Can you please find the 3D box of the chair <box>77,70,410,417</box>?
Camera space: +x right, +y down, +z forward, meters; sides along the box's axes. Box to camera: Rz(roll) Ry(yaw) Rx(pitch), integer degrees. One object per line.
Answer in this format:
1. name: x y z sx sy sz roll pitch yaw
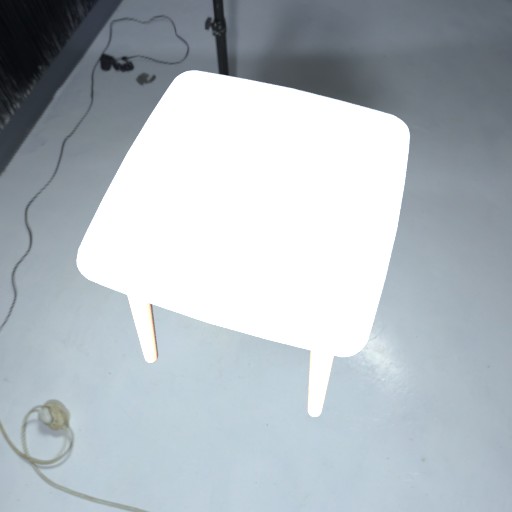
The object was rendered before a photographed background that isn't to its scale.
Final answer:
1. chair: 0.000 0.000 0.704 0.350 0.440 0.350 16 64 8
